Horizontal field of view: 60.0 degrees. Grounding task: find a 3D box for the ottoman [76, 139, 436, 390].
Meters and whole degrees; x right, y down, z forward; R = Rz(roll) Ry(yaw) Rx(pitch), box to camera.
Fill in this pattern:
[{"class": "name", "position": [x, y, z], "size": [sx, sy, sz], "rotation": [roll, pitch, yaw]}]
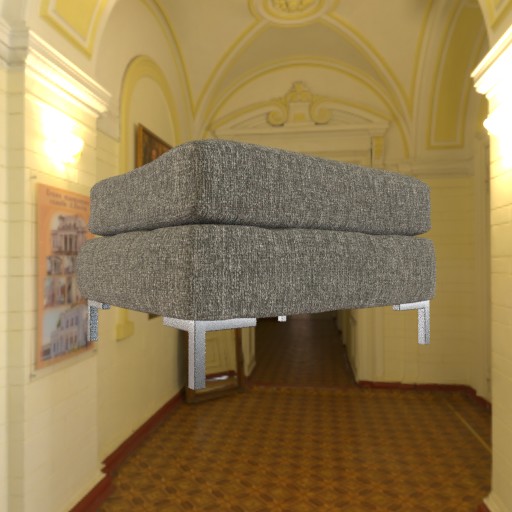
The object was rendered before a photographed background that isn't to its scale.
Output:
[{"class": "ottoman", "position": [0.000, 0.000, 1.241], "size": [0.828, 0.480, 0.683], "rotation": [1, -1, -37]}]
